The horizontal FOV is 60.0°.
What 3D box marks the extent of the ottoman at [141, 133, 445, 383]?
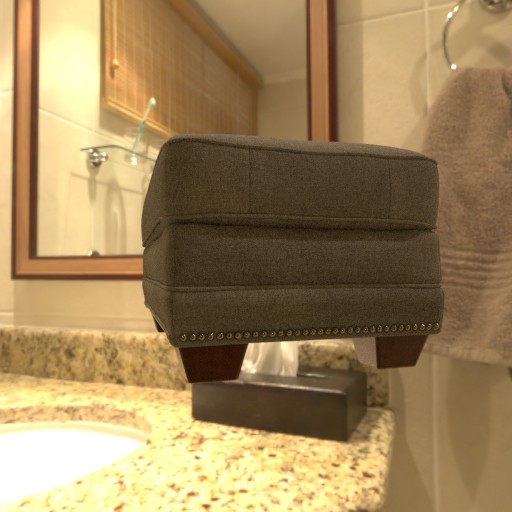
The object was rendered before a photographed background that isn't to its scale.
[{"bbox_3d":[0.000,0.000,1.161,0.561,0.457,0.813,0,-2,-17],"label":"ottoman"}]
